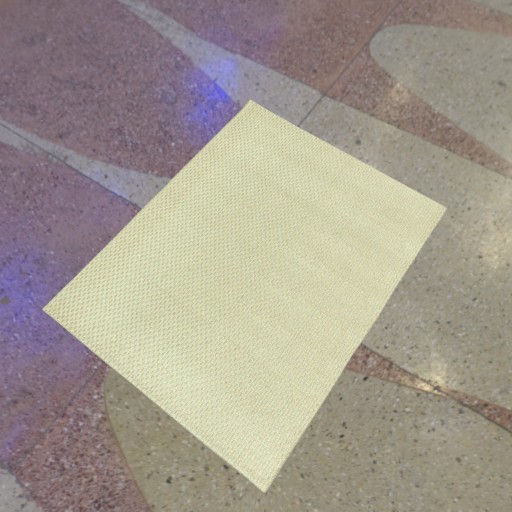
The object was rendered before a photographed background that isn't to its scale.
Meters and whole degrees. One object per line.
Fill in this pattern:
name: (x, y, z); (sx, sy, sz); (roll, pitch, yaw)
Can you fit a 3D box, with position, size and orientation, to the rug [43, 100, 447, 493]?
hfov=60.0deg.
rug: (0.000, 0.000, 3.882); (2.277, 0.035, 2.897); (33, 68, 15)
